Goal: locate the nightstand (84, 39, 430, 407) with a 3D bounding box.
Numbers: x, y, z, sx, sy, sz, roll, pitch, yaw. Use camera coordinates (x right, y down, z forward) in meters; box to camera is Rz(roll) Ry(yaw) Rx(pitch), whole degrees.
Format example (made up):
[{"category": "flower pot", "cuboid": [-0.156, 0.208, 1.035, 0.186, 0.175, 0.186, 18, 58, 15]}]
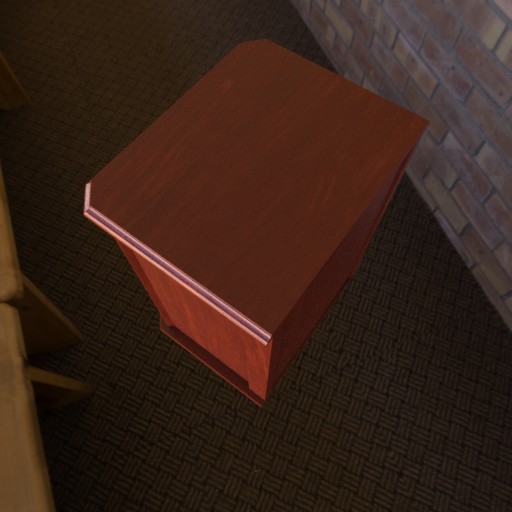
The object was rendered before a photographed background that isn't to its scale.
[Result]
[{"category": "nightstand", "cuboid": [0.000, 0.000, 0.949, 0.351, 0.681, 0.435, 34, 69, 15]}]
